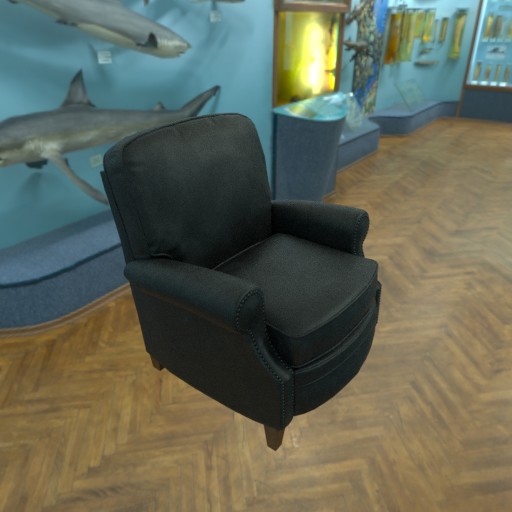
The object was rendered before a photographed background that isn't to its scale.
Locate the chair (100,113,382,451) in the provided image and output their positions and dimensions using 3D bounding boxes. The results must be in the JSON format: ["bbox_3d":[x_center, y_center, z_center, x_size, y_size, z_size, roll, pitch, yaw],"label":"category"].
[{"bbox_3d":[0.000,0.000,1.800,0.986,1.018,0.936,20,34,33],"label":"chair"}]
